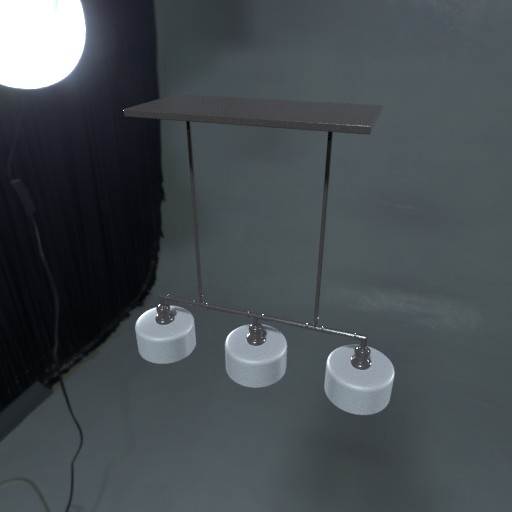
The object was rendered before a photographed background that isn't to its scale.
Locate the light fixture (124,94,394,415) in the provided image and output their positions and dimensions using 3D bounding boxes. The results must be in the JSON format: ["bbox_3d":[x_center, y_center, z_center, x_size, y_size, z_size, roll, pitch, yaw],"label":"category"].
[{"bbox_3d":[0.000,0.000,0.863,0.582,0.557,0.177,9,29,17],"label":"light fixture"}]
